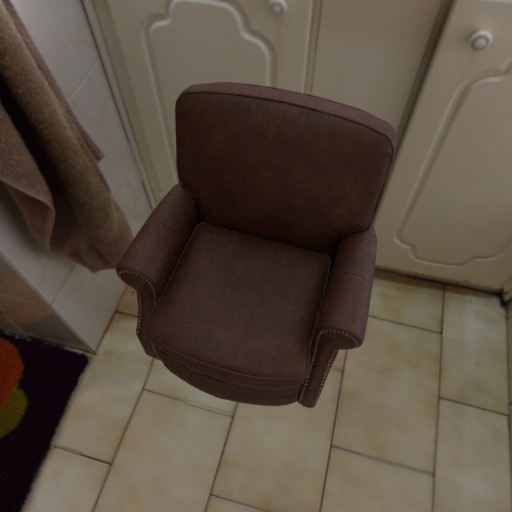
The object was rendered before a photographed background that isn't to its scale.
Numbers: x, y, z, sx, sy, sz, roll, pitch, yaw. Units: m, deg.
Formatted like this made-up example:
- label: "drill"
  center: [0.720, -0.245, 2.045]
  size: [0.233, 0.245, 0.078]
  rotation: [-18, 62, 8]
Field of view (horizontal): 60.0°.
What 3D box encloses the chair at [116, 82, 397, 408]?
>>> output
- label: "chair"
  center: [0.000, 0.000, 1.777]
  size: [0.936, 1.018, 0.986]
  rotation: [15, 58, 9]
